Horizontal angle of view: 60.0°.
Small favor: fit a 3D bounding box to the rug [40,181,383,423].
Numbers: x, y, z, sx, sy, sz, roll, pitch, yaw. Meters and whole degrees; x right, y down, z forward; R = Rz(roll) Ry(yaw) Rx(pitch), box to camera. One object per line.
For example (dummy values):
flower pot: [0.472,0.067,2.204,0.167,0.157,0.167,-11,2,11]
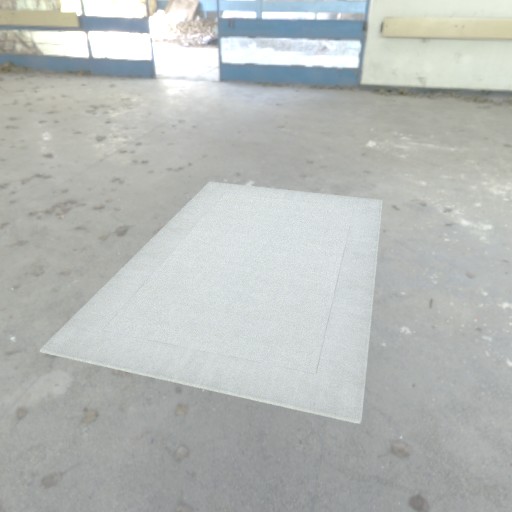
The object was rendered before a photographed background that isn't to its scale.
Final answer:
rug: [0.000,0.000,2.315,1.219,0.013,1.829,8,32,14]
